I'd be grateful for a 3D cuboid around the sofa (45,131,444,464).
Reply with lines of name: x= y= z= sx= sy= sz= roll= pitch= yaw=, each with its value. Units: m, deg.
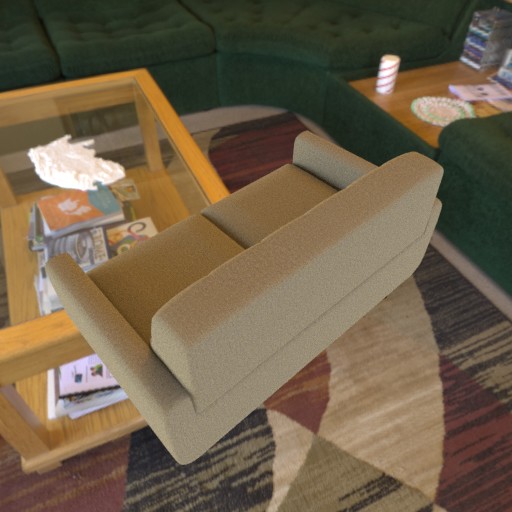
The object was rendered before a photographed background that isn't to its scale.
sofa: x=0.000 y=0.000 z=2.161 sx=1.651 sy=0.925 sz=0.952 roll=-33 pitch=54 yaw=-28
